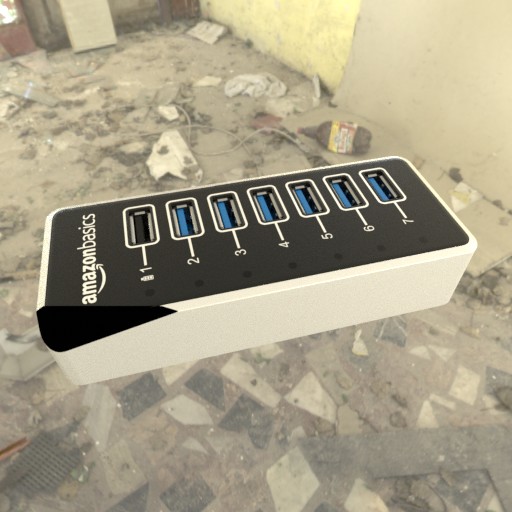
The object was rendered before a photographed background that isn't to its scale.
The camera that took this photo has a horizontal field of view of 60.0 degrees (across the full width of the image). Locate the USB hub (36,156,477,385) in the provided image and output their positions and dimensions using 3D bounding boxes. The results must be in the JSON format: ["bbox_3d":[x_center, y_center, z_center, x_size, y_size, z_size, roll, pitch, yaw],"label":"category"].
[{"bbox_3d":[0.000,0.000,0.126,0.110,0.023,0.044,-11,48,-10],"label":"USB hub"}]
